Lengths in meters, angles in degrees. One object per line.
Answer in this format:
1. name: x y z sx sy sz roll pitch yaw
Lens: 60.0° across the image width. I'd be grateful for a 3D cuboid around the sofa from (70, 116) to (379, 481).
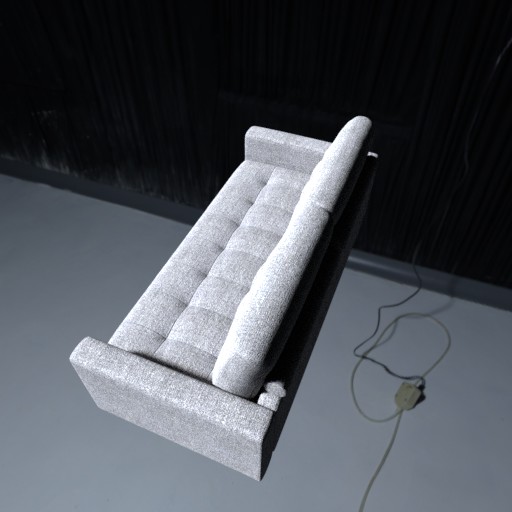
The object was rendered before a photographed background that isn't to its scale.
1. sofa: 0.000 0.000 2.286 0.863 0.902 1.821 17 50 15
